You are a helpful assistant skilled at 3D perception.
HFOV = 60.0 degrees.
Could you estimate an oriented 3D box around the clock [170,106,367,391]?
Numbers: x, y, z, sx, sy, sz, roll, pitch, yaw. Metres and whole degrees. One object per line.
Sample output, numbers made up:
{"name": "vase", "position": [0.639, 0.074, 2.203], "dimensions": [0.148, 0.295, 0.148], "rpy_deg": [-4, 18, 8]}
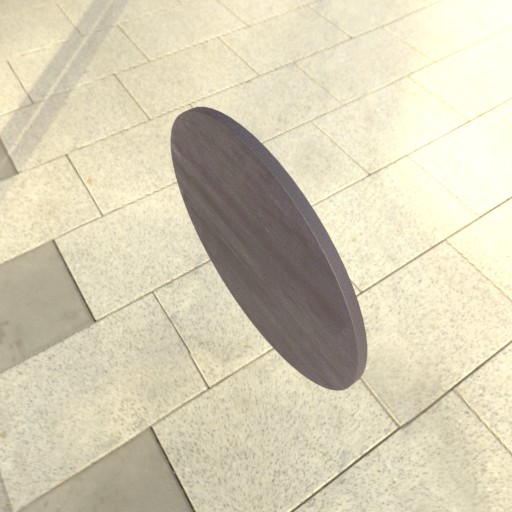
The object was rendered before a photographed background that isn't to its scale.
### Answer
{"name": "clock", "position": [0.000, 0.000, 0.872], "dimensions": [0.029, 0.595, 0.595], "rpy_deg": [-31, 63, -18]}
